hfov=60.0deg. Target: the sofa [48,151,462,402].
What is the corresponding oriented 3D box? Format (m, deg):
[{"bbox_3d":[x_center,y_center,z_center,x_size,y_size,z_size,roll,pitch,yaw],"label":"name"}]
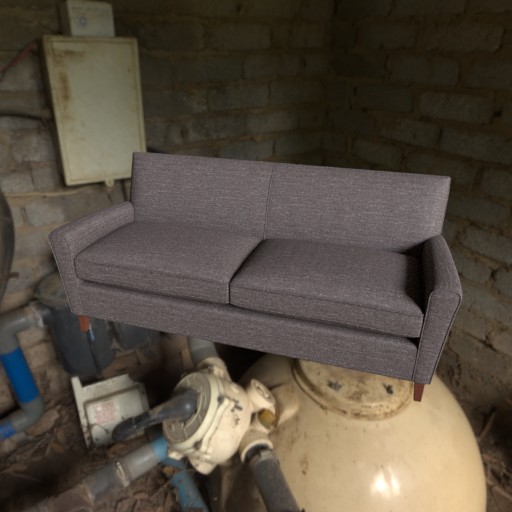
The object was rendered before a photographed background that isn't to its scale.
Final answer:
[{"bbox_3d":[0.000,0.000,2.439,1.976,0.846,0.875,8,27,16],"label":"sofa"}]
